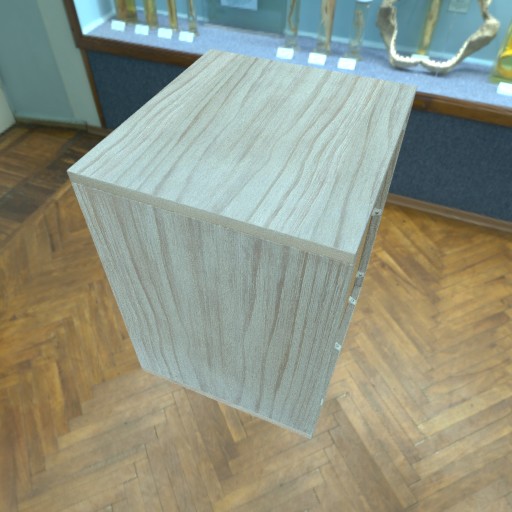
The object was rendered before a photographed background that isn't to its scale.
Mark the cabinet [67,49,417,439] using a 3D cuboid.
[{"bbox_3d":[0.000,0.000,0.861,0.401,0.579,0.409,17,49,15],"label":"cabinet"}]
